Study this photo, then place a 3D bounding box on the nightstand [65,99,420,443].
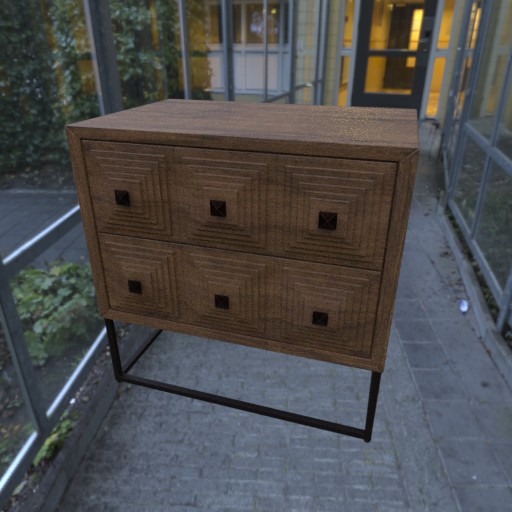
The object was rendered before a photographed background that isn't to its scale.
[{"bbox_3d":[0.000,0.000,1.011,0.610,0.610,0.437,8,27,16],"label":"nightstand"}]
